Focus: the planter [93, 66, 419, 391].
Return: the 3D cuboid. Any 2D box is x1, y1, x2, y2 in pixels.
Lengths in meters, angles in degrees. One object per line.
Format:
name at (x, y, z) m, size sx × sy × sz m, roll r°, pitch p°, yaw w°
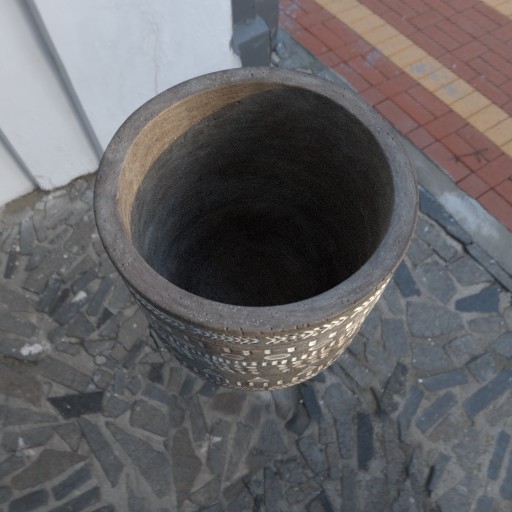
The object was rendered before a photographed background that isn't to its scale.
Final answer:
planter at (0.000, 0.000, 0.221) m, size 0.122 × 0.128 × 0.122 m, roll 0°, pitch 62°, yaw 0°
